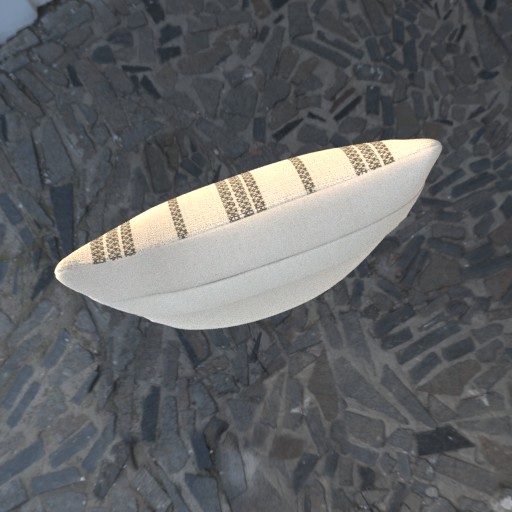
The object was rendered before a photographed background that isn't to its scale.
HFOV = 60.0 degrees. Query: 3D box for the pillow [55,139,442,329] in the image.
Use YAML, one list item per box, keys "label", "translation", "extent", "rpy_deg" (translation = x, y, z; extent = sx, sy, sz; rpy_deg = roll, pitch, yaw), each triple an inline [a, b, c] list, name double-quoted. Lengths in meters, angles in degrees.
- label: "pillow"
  translation: [0.000, 0.000, 0.625]
  extent: [0.405, 0.406, 0.173]
  rpy_deg: [-19, 77, -5]
